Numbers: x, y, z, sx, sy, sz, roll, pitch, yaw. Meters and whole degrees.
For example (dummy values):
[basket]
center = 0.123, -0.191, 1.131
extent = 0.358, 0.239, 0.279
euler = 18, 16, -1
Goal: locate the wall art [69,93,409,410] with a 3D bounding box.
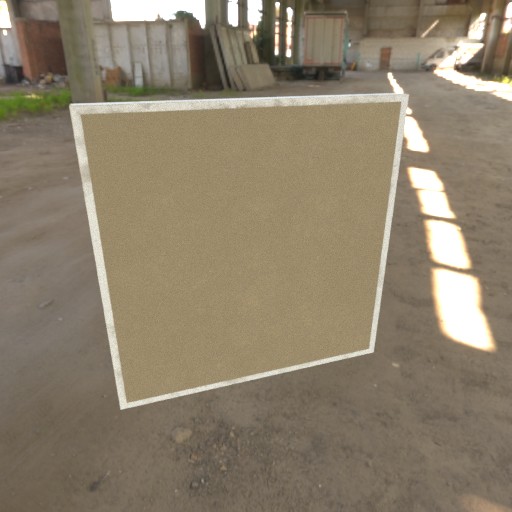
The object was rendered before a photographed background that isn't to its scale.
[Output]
[wall art]
center = 0.000, 0.000, 1.126
extent = 0.760, 0.757, 0.038
euler = -8, 26, -17
